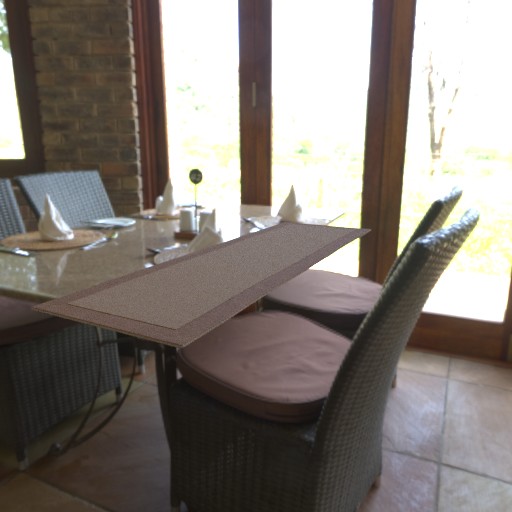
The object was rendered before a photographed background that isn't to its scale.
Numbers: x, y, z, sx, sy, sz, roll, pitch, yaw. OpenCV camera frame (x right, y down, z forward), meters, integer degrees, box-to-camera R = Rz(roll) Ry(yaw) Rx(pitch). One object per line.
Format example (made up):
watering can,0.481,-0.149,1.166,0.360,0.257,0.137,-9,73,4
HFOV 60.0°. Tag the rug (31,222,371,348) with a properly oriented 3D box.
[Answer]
rug,0.000,0.000,2.646,0.767,0.012,2.430,7,15,28
